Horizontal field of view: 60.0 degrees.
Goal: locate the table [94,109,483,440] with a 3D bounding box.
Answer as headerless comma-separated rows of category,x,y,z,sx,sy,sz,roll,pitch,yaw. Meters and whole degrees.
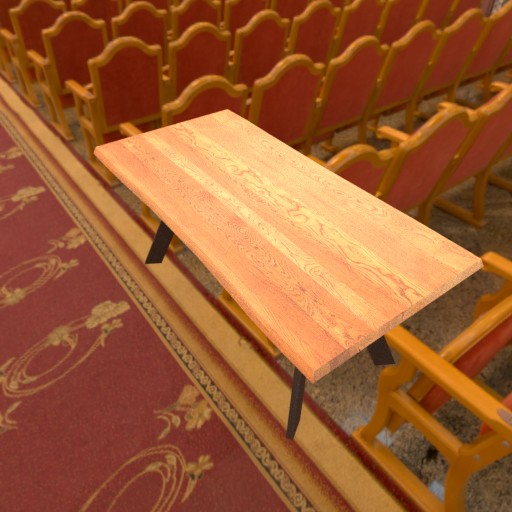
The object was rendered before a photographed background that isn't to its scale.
table,0.000,0.000,2.313,0.900,0.770,1.800,-26,47,-27
